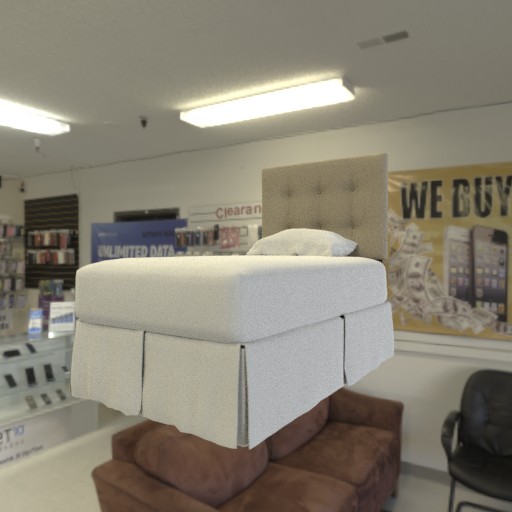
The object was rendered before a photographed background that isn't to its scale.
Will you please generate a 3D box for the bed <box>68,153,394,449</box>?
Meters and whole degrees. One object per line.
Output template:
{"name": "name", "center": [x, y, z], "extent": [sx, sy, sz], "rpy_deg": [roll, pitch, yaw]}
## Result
{"name": "bed", "center": [0.000, 0.000, 2.932], "extent": [1.261, 1.571, 1.997], "rpy_deg": [0, 1, 34]}
